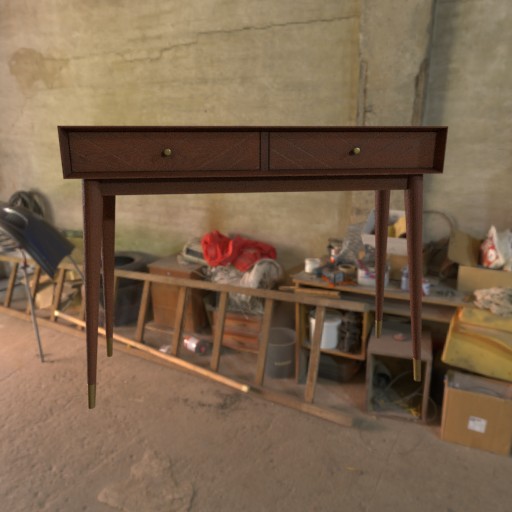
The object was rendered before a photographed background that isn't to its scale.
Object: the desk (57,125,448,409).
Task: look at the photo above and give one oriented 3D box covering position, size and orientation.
[{"bbox_3d":[0.000,0.000,1.634,1.204,0.917,0.384,-2,16,-8],"label":"desk"}]
